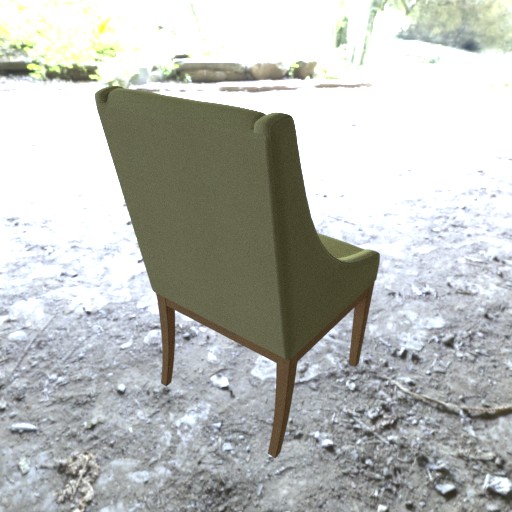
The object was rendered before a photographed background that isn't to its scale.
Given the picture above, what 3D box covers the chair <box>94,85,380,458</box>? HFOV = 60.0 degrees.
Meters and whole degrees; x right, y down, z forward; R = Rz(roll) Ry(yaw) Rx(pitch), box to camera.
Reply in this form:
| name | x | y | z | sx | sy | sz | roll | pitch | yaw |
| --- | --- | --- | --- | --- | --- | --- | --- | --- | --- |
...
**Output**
| name | x | y | z | sx | sy | sz | roll | pitch | yaw |
| --- | --- | --- | --- | --- | --- | --- | --- | --- | --- |
| chair | 0.000 | 0.000 | 1.377 | 0.575 | 1.021 | 0.611 | 21 | 36 | 31 |
